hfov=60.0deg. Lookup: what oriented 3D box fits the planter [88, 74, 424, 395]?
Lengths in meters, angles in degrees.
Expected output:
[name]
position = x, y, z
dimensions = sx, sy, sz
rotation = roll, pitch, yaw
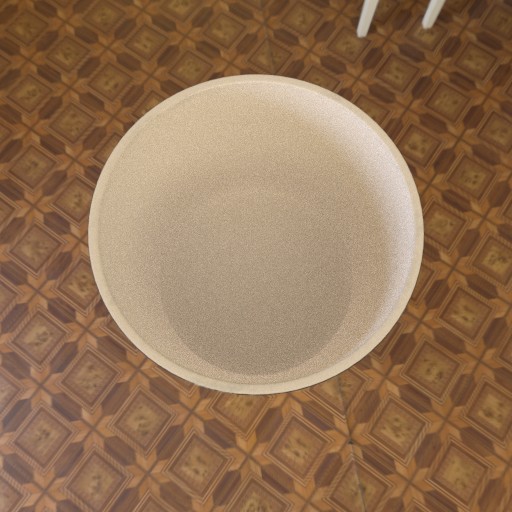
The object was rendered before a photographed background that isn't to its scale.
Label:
[planter]
position = 0.000, 0.000, 0.311
dimensions = 0.178, 0.157, 0.178
rotation = 0, 76, 0
